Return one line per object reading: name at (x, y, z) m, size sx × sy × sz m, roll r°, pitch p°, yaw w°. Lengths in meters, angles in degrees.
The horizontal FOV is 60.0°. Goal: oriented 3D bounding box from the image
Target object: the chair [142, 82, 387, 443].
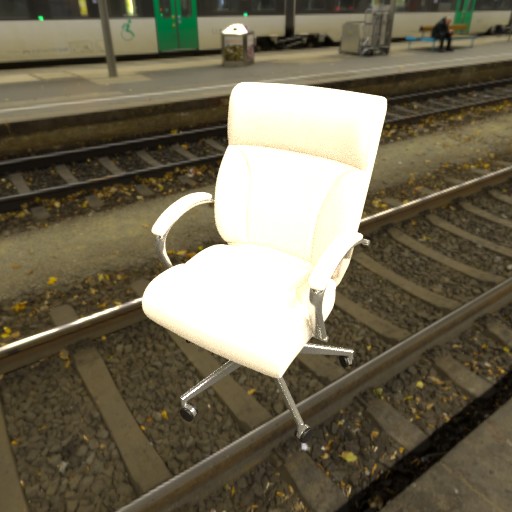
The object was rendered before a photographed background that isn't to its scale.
chair at (0.000, 0.000, 1.610) m, size 0.727 × 1.099 × 0.745 m, roll 18°, pitch 34°, yaw 29°
